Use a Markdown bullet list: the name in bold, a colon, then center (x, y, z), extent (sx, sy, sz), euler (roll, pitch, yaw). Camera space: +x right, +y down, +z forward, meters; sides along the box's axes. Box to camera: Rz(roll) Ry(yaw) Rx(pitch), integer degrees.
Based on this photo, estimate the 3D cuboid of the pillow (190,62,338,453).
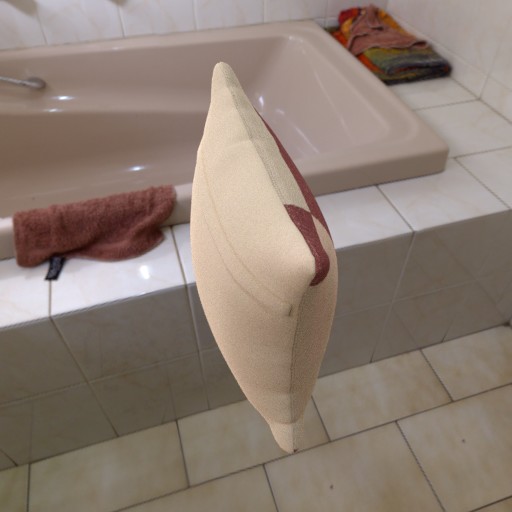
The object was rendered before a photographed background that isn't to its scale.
- **pillow**: center (0.000, 0.000, 0.804), extent (0.229, 0.506, 0.536), euler (-11, 47, -10)
